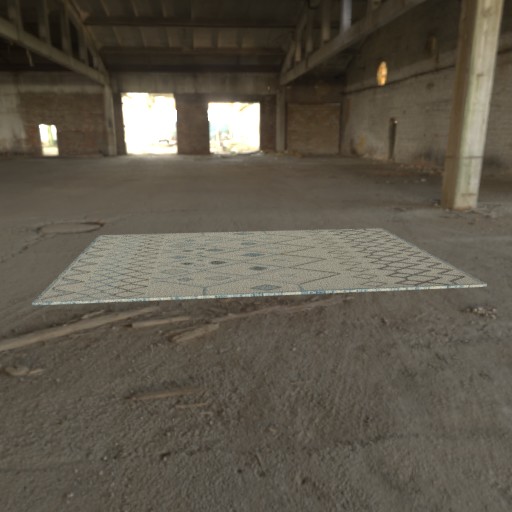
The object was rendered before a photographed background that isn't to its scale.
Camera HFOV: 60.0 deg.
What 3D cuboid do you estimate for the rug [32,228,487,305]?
[{"bbox_3d":[0.000,0.000,3.078,2.439,0.015,1.524,-2,16,-6],"label":"rug"}]
